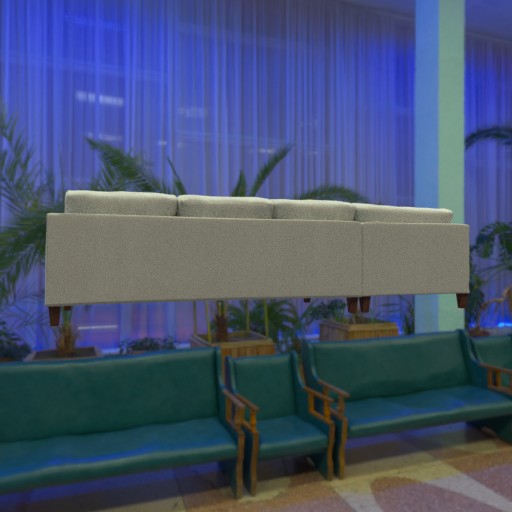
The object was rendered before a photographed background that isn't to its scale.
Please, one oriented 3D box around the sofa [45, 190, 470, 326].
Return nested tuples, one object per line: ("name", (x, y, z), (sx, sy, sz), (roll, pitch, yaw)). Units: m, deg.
("sofa", (0.000, 0.000, 3.905), (3.186, 0.861, 1.625), (0, 0, -18))
